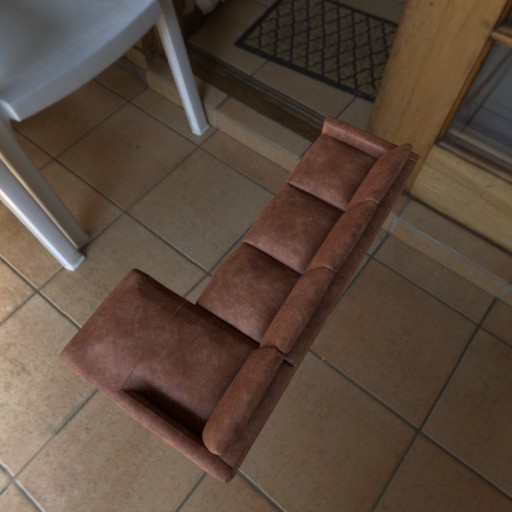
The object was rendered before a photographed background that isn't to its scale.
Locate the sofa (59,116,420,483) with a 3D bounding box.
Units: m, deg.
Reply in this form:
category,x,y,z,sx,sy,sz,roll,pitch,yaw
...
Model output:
category,x,y,z,sx,sy,sz,roll,pitch,yaw
sofa,0.000,0.000,3.595,1.471,0.859,2.993,29,66,14
